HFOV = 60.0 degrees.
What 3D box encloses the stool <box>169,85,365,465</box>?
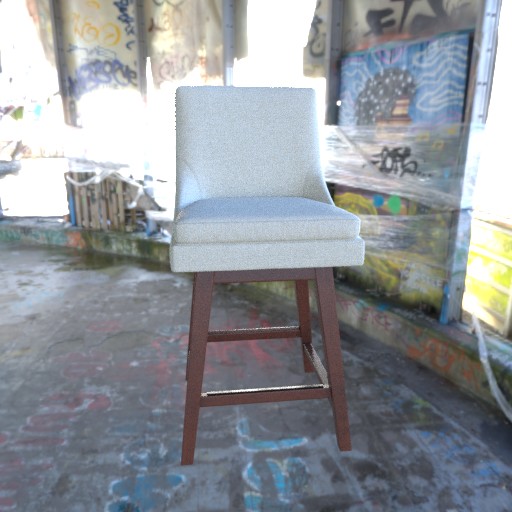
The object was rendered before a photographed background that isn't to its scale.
[{"bbox_3d":[0.000,0.000,1.309,0.469,0.991,0.559,-2,16,-7],"label":"stool"}]
